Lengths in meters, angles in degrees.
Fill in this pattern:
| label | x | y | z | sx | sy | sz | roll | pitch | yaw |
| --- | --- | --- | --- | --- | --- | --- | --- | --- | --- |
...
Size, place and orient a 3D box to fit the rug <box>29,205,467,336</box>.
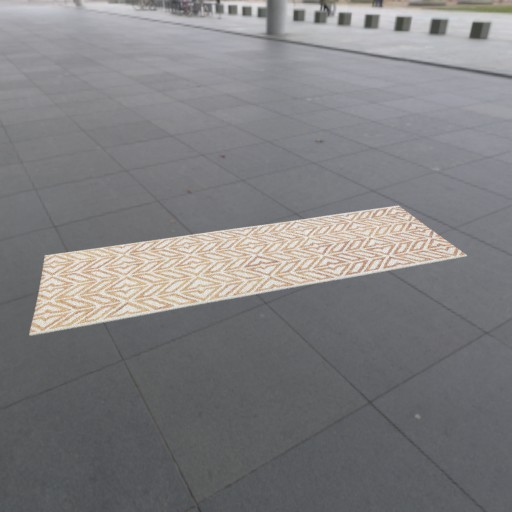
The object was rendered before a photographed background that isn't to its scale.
| label | x | y | z | sx | sy | sz | roll | pitch | yaw |
| --- | --- | --- | --- | --- | --- | --- | --- | --- | --- |
| rug | 0.000 | 0.000 | 2.669 | 2.435 | 0.009 | 0.750 | -9 | 32 | -14 |
